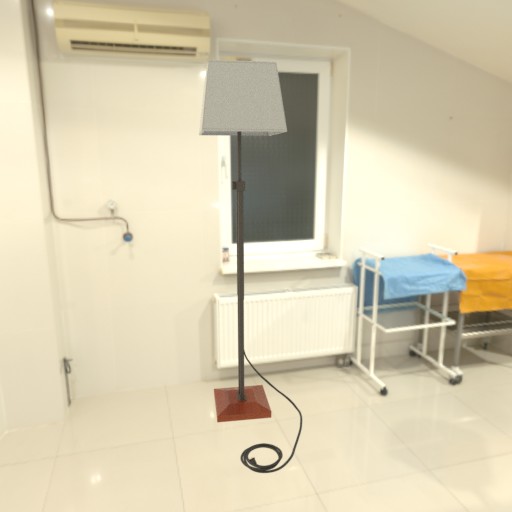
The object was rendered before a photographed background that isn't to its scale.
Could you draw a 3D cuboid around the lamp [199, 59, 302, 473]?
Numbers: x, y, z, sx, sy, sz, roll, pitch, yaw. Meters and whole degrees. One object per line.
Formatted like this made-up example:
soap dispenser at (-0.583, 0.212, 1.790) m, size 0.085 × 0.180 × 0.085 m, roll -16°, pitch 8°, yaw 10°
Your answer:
lamp at (0.000, 0.000, 2.031) m, size 0.472 × 1.712 × 0.745 m, roll -2°, pitch 13°, yaw -8°
